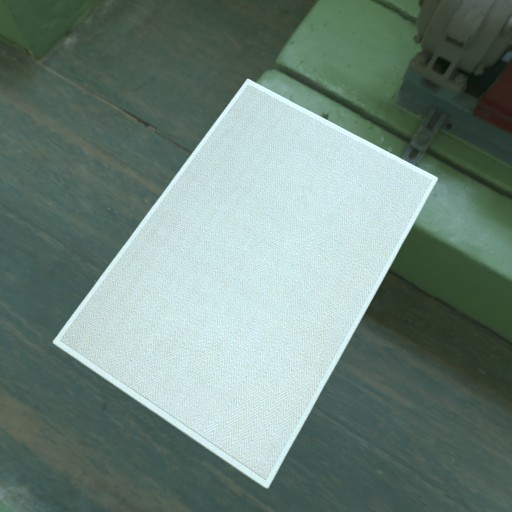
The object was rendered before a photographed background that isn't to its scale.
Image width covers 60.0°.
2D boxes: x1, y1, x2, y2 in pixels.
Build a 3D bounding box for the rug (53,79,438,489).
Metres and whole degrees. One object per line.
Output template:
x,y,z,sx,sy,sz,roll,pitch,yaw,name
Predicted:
0.000,0.000,2.849,1.532,0.017,2.244,31,76,9,rug
